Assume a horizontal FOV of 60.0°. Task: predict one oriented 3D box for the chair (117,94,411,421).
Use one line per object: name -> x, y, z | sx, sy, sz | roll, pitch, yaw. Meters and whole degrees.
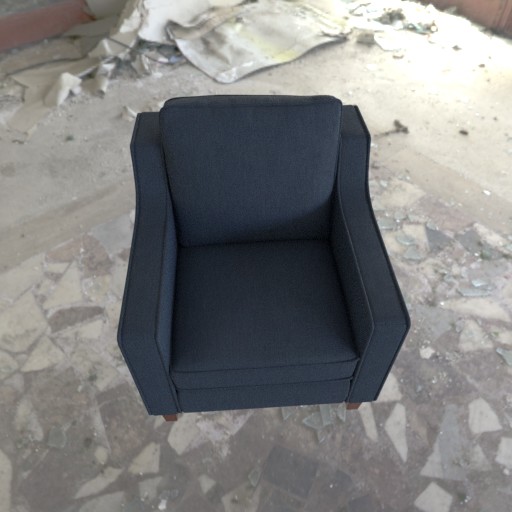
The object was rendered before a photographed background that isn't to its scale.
chair -> 0.000, 0.000, 1.640 | 0.831, 0.960, 0.909 | -3, 49, -2
